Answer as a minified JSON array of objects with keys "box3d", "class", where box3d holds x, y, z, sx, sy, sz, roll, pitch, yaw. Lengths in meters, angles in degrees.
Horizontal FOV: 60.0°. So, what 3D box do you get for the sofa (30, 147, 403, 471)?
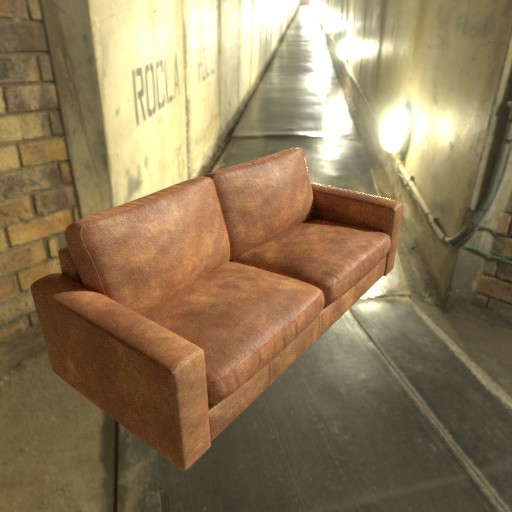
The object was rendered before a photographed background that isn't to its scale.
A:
[{"box3d":[0.000,0.000,2.622,1.016,0.873,2.179,19,33,33],"class":"sofa"}]
